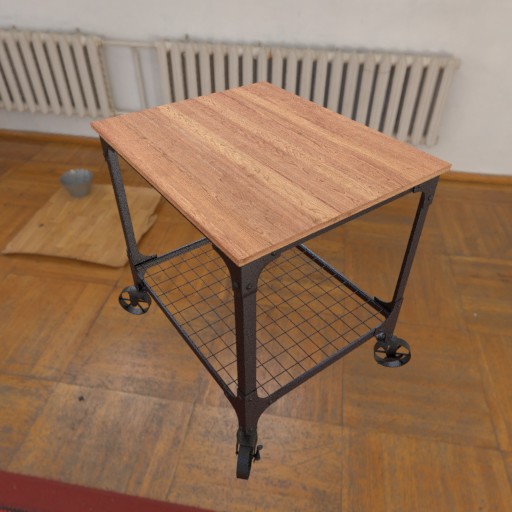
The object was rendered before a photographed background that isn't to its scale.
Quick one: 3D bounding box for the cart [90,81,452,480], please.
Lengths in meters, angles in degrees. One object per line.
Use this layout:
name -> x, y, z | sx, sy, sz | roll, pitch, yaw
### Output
cart -> 0.000, 0.000, 1.096 | 0.558, 0.603, 0.666 | -25, 45, -27
